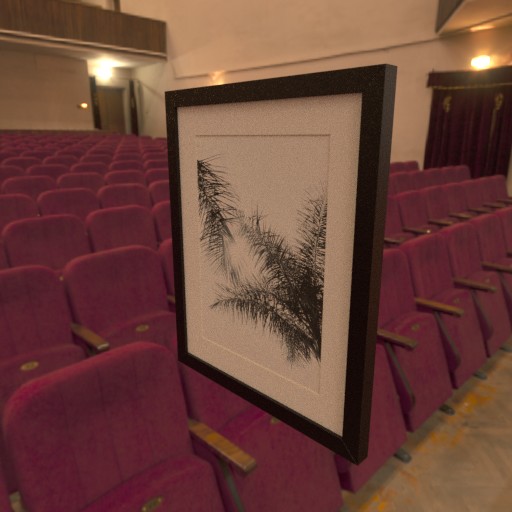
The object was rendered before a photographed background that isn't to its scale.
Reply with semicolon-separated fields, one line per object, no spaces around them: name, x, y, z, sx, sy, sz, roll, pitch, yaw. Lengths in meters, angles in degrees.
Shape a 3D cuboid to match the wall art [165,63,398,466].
wall art;0.000;0.000;0.755;0.028;0.557;0.457;-14;21;-43
